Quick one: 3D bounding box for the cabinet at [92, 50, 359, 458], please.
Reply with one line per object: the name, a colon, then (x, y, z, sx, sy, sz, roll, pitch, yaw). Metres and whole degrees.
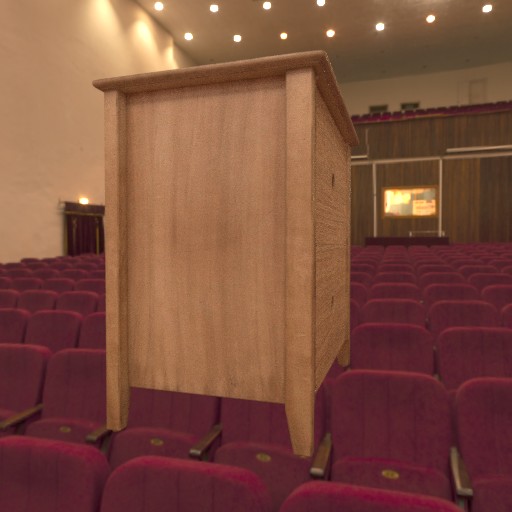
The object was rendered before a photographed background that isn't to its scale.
cabinet: (0.000, 0.000, 1.240, 0.503, 0.762, 0.763, 0, 1, 18)
